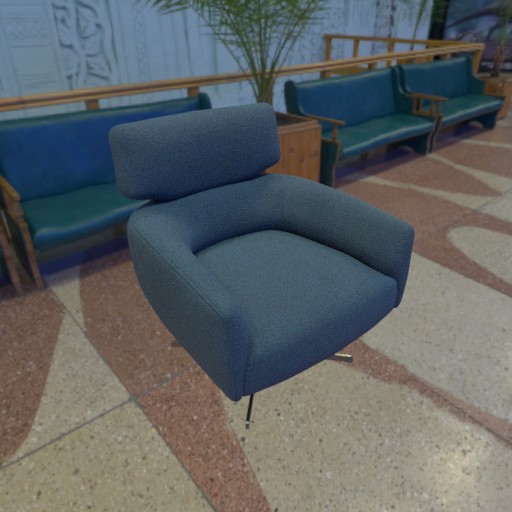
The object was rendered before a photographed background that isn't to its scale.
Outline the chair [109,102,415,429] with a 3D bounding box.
[{"bbox_3d":[0.000,0.000,1.449,0.738,0.813,0.761,-21,36,-32],"label":"chair"}]
